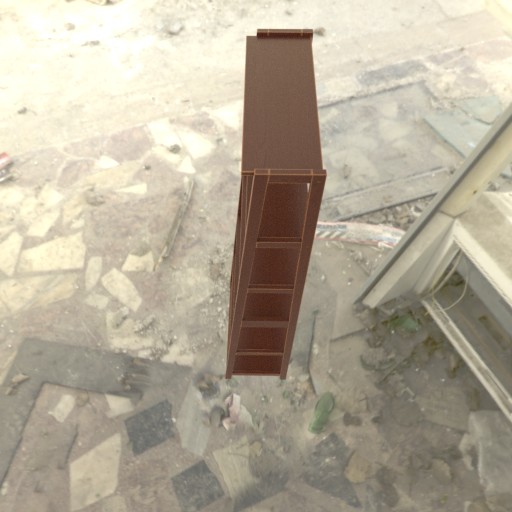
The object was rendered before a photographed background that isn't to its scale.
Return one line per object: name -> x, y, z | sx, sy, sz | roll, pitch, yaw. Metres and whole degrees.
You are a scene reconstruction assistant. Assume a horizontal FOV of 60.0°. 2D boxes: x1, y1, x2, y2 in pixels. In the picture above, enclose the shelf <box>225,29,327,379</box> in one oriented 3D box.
shelf -> 0.000, 0.000, 2.144 | 0.381, 1.892, 0.660 | 1, 59, 0
